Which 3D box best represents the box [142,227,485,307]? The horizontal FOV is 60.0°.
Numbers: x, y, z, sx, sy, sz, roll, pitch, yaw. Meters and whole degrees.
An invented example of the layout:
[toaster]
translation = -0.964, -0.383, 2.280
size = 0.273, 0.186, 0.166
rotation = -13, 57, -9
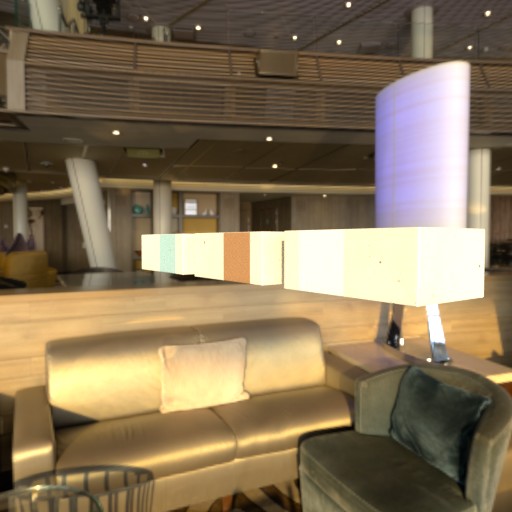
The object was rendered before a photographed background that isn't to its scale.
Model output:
[box]
translation = 0.000, 0.000, 0.488
size = 0.082, 0.051, 0.461
rotation = -1, 2, -36
